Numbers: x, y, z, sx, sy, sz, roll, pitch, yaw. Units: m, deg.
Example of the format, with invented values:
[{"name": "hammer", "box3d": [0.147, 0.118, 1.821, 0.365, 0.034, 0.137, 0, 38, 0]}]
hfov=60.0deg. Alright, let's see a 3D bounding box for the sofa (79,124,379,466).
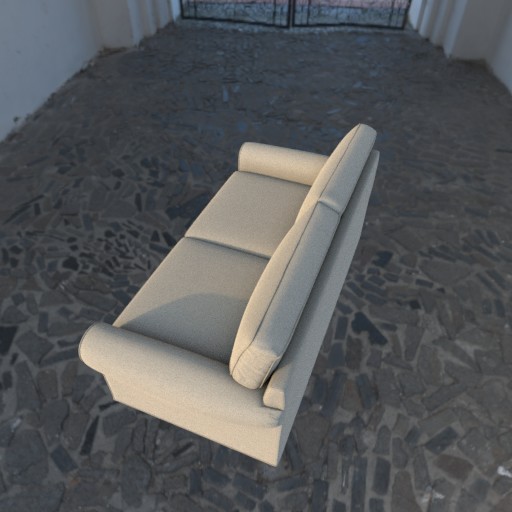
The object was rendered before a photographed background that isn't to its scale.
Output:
[{"name": "sofa", "box3d": [0.000, 0.000, 2.453, 0.940, 0.952, 1.930, 16, 46, 16]}]
